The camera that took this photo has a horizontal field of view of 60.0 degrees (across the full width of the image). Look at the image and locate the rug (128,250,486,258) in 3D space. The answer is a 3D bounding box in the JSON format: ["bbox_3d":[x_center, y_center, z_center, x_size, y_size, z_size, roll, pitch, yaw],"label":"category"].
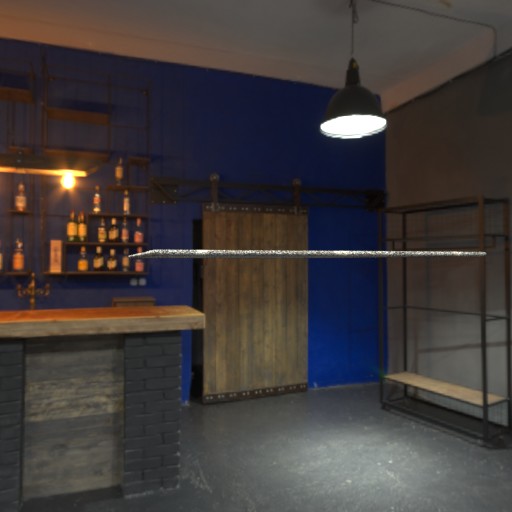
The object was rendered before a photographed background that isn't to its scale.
[{"bbox_3d":[0.000,0.000,3.429,1.801,0.026,2.701,0,-1,-18],"label":"rug"}]
